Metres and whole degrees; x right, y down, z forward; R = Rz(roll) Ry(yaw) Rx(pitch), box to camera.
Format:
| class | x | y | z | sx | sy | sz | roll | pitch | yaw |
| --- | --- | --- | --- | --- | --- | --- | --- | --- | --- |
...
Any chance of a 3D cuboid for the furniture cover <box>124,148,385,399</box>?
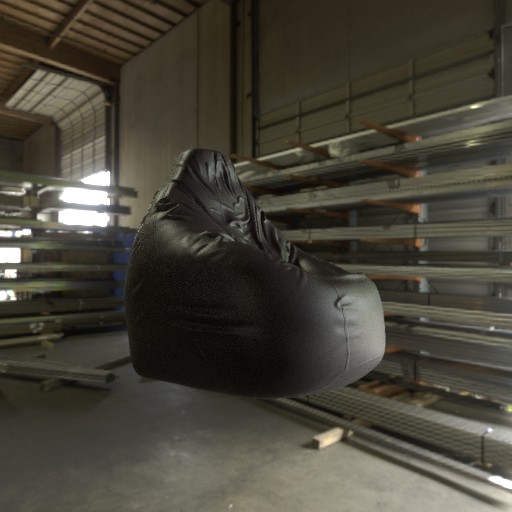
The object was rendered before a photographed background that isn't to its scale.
| class | x | y | z | sx | sy | sz | roll | pitch | yaw |
| --- | --- | --- | --- | --- | --- | --- | --- | --- | --- |
| furniture cover | 0.000 | 0.000 | 1.911 | 1.070 | 0.990 | 1.070 | 0 | -1 | 36 |
